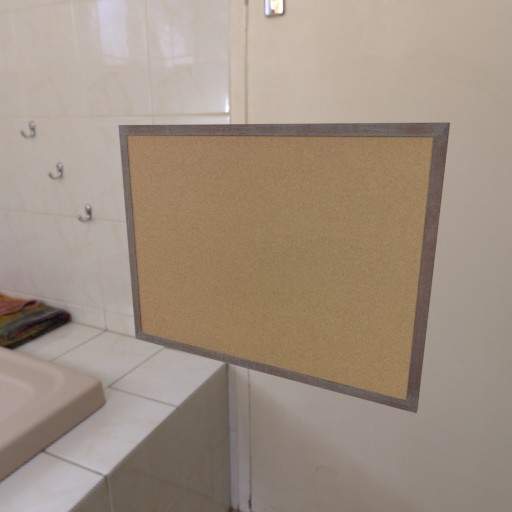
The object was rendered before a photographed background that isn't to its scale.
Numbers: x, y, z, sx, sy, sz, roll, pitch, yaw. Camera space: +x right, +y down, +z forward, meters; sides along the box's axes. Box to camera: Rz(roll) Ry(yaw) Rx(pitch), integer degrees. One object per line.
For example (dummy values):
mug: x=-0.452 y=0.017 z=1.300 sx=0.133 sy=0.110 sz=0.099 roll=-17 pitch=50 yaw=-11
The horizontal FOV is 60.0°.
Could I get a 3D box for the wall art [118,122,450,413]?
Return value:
wall art: x=0.000 y=0.000 z=1.357 sx=1.012 sy=0.774 sz=0.019 roll=8 pitch=18 yaw=26
